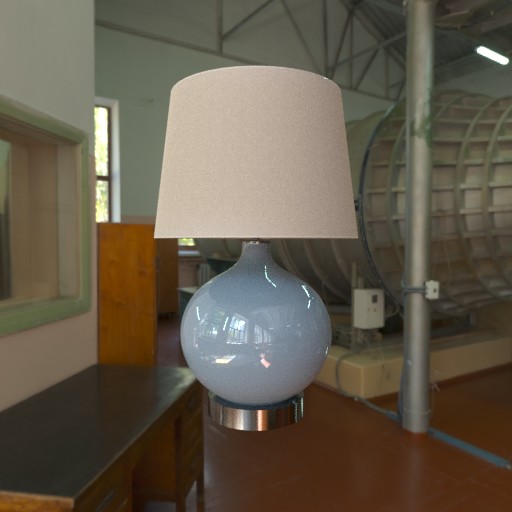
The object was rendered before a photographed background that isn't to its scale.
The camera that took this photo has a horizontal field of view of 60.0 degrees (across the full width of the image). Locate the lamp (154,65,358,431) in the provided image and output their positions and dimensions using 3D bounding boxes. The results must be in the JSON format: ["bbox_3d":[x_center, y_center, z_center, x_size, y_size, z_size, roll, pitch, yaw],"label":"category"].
[{"bbox_3d":[0.000,0.000,0.549,0.247,0.387,0.247,0,2,0],"label":"lamp"}]
